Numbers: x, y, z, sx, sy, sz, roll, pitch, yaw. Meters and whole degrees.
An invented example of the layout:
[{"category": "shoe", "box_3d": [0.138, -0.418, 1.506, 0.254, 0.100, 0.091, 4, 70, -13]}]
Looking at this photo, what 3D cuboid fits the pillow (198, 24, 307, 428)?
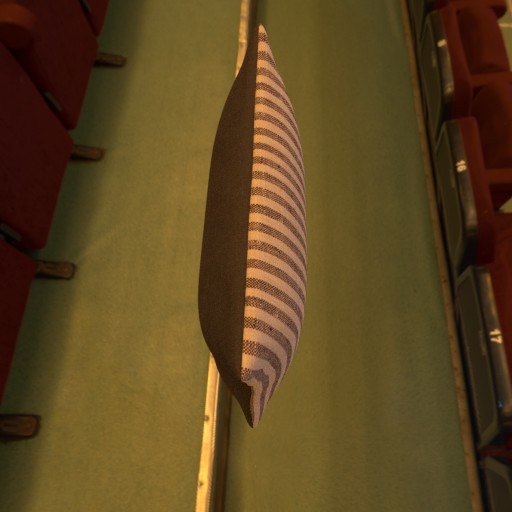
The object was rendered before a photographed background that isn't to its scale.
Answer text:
[{"category": "pillow", "box_3d": [0.000, 0.000, 0.770, 0.166, 0.506, 0.523, 2, 65, 1]}]
